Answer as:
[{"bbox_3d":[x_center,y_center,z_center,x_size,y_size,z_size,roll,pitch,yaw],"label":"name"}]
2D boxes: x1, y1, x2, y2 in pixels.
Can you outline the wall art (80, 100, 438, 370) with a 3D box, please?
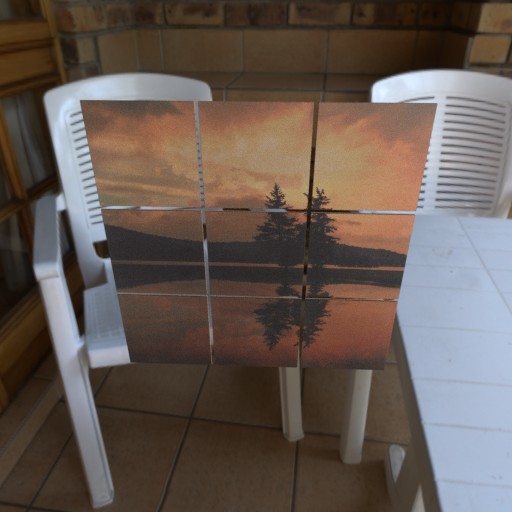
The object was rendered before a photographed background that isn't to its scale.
[{"bbox_3d":[0.000,0.000,2.273,1.520,1.525,0.013,1,30,2],"label":"wall art"}]
